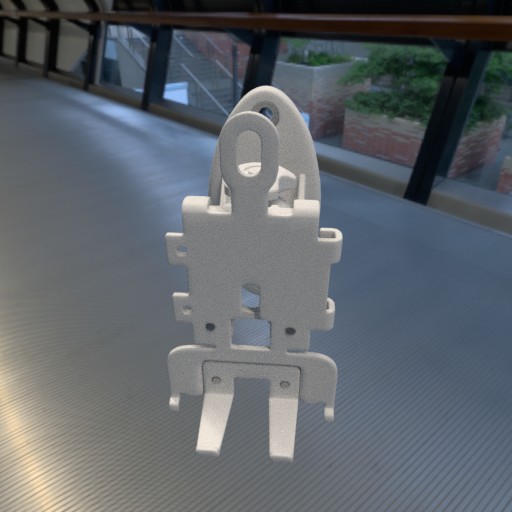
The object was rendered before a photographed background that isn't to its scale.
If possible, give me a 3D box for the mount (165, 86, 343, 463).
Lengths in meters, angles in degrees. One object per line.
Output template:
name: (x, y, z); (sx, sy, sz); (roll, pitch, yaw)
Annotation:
mount: (0.000, 0.000, 0.171); (0.066, 0.118, 0.100); (3, 30, 4)
